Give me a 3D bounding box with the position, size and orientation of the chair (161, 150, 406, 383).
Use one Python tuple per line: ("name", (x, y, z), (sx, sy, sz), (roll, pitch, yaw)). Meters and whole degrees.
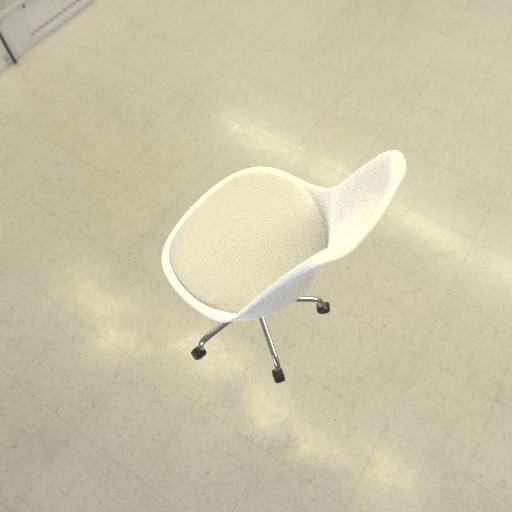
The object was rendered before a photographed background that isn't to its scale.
("chair", (0.000, 0.000, 1.260), (0.550, 0.930, 0.550), (32, 67, 16))
